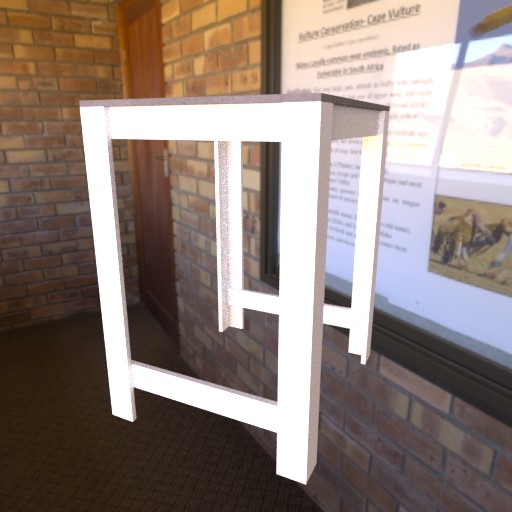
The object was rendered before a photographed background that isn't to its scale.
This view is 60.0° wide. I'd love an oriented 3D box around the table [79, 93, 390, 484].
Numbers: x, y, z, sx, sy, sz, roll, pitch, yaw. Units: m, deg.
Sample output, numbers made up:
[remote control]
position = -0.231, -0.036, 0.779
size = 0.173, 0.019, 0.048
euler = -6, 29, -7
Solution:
[table]
position = 0.000, 0.000, 1.570
size = 0.700, 1.020, 0.800
euler = 8, 18, 25
